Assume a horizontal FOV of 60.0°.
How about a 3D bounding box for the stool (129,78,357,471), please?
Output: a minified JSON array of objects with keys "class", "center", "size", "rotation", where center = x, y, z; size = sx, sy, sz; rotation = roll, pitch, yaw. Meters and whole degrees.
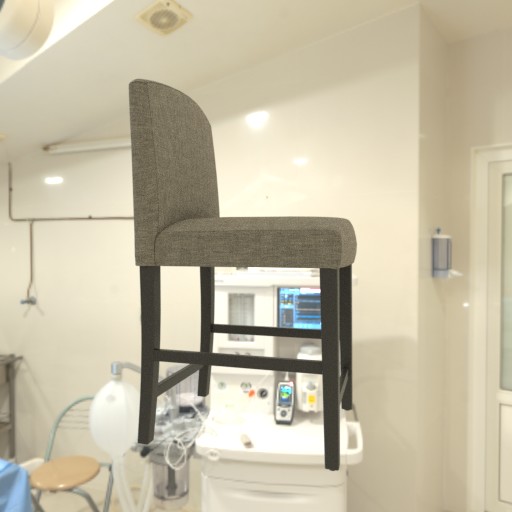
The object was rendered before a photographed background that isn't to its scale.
[{"class":"stool","center":[0.000,0.000,1.260],"size":[0.552,0.966,0.451],"rotation":[0,1,16]}]
